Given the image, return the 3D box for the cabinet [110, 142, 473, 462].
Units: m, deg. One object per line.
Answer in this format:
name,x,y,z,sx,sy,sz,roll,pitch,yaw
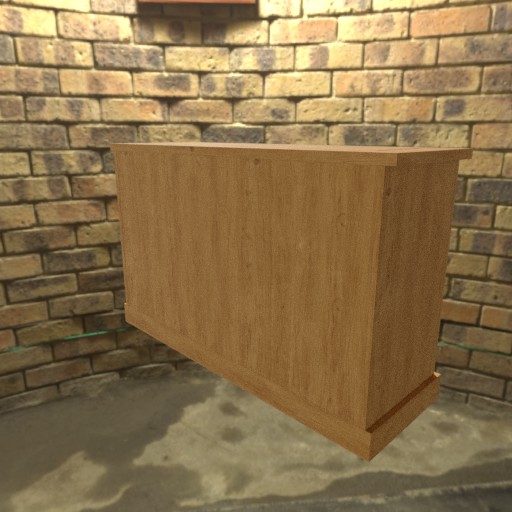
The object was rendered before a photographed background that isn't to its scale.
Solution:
cabinet,0.000,0.000,1.675,0.432,0.810,1.321,-15,21,-43
